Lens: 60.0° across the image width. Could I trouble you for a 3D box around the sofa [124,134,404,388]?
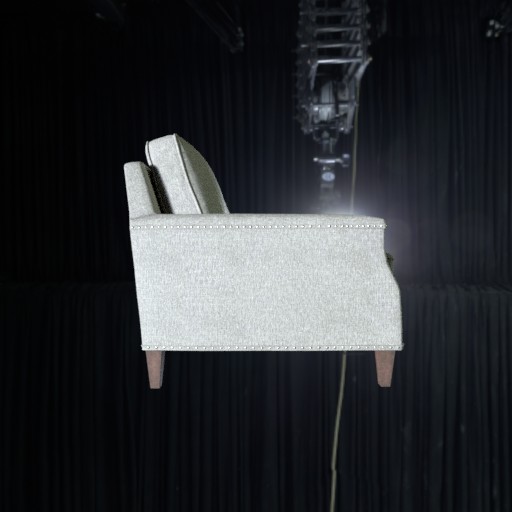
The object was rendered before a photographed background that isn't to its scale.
[{"bbox_3d":[0.000,0.000,2.764,1.084,1.003,2.246,0,0,-1],"label":"sofa"}]
